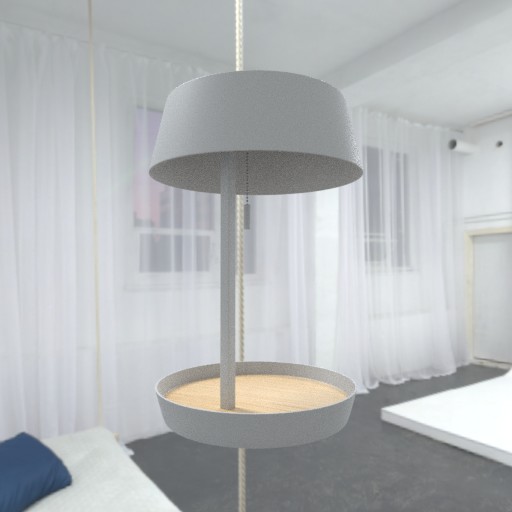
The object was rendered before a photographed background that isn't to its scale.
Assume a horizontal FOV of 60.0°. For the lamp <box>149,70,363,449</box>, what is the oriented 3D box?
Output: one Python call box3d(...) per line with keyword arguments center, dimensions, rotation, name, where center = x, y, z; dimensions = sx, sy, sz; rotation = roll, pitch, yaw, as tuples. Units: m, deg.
box3d(center=(0.000, 0.000, 0.614), dimensions=(0.291, 0.429, 0.291), rotation=(0, -2, 0), name="lamp")
